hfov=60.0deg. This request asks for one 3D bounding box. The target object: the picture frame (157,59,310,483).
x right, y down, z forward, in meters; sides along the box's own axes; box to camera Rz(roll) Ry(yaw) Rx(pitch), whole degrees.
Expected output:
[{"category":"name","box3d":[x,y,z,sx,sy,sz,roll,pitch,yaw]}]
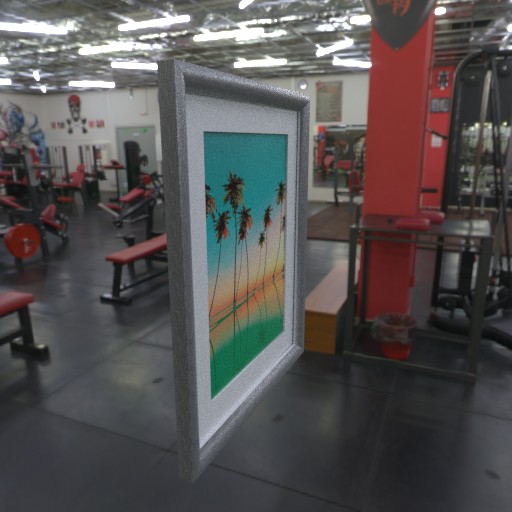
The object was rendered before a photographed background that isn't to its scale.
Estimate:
[{"category":"picture frame","box3d":[0.000,0.000,0.763,0.029,0.559,0.454,7,16,25]}]
